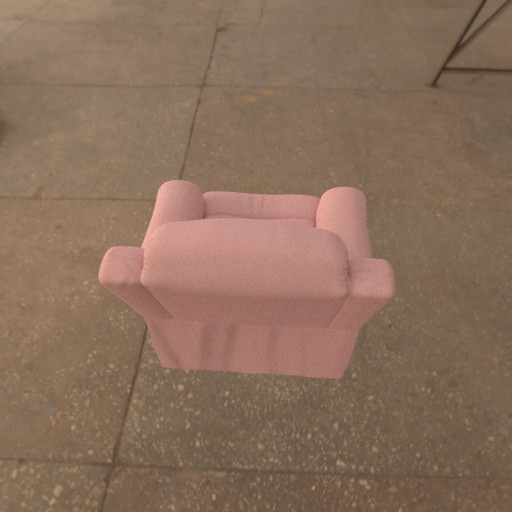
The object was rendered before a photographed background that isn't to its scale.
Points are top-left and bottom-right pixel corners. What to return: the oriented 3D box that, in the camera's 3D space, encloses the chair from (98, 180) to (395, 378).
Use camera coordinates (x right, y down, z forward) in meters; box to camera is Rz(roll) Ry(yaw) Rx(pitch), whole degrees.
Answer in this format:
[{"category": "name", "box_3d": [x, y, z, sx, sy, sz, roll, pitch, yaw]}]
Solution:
[{"category": "chair", "box_3d": [0.000, 0.000, 1.296, 0.680, 0.702, 0.709, 3, 46, 3]}]
